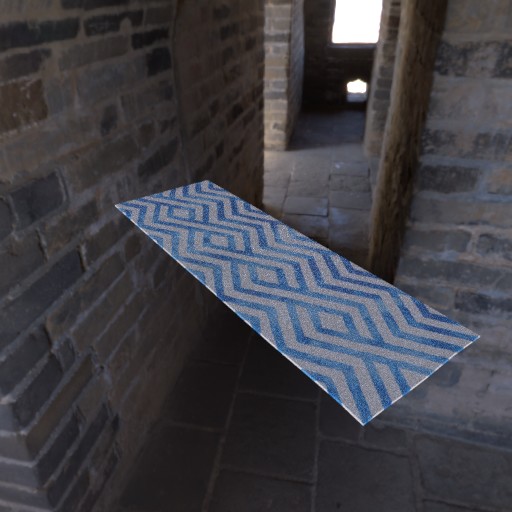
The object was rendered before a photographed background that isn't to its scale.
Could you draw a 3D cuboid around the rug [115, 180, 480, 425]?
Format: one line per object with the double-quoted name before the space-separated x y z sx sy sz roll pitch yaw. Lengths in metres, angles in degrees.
"rug" 0.000 0.000 1.659 0.503 0.007 1.492 -22 38 -31
